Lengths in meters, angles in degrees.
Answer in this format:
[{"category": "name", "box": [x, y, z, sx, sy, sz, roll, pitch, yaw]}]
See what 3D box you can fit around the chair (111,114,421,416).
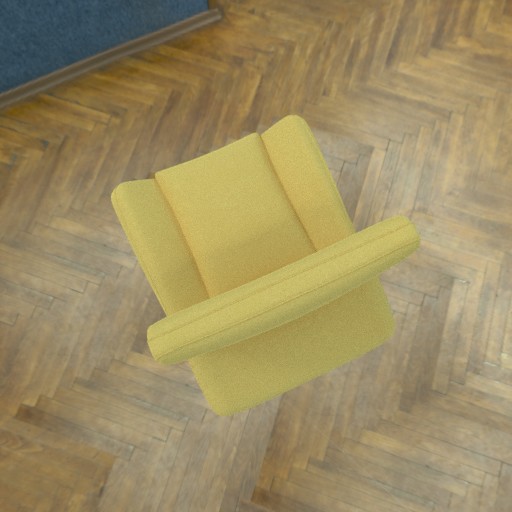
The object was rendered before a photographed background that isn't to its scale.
[{"category": "chair", "box": [0.000, 0.000, 1.702, 0.859, 0.855, 1.008, -24, 76, -6]}]
